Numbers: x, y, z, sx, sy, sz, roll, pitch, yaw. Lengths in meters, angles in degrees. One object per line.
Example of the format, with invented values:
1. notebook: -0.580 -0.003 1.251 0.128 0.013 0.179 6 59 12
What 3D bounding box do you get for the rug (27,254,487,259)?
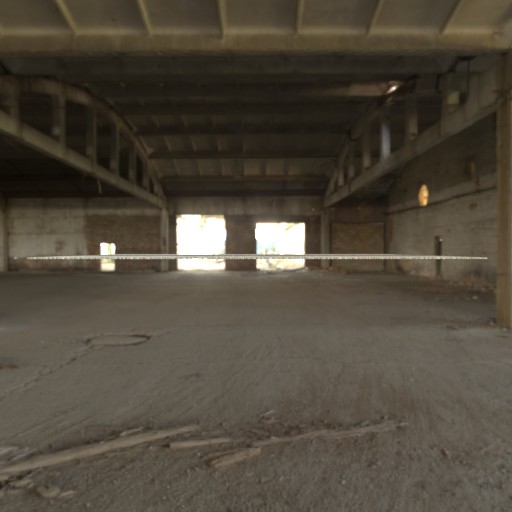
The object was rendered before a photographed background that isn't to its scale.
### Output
1. rug: 0.000 0.000 2.344 1.815 0.007 1.226 0 1 -1
